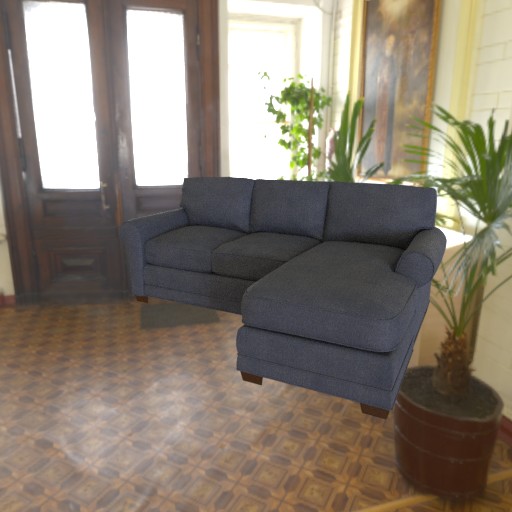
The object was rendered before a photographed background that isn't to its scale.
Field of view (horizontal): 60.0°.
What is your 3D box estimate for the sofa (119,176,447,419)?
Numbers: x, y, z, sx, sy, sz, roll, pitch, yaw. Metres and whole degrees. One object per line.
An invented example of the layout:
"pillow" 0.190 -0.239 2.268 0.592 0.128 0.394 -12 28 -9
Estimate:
"sofa" 0.000 0.000 3.379 2.567 1.063 1.780 7 16 26
